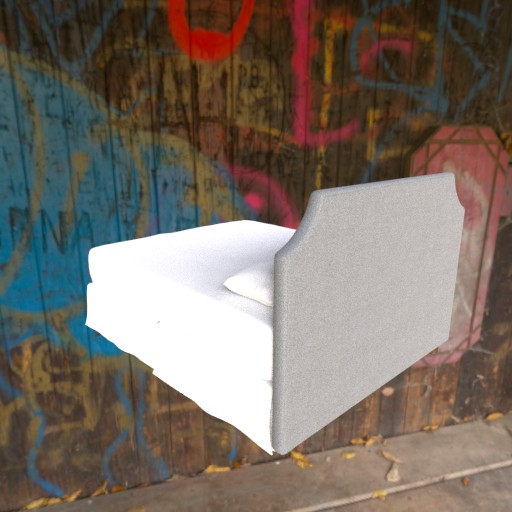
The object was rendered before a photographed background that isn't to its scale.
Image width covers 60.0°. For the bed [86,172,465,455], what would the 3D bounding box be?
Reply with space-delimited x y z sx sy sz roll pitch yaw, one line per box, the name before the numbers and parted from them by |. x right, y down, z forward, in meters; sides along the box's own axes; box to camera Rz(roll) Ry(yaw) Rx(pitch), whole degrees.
bed | 0.000 0.000 3.314 1.811 1.296 2.259 -14 21 -41
